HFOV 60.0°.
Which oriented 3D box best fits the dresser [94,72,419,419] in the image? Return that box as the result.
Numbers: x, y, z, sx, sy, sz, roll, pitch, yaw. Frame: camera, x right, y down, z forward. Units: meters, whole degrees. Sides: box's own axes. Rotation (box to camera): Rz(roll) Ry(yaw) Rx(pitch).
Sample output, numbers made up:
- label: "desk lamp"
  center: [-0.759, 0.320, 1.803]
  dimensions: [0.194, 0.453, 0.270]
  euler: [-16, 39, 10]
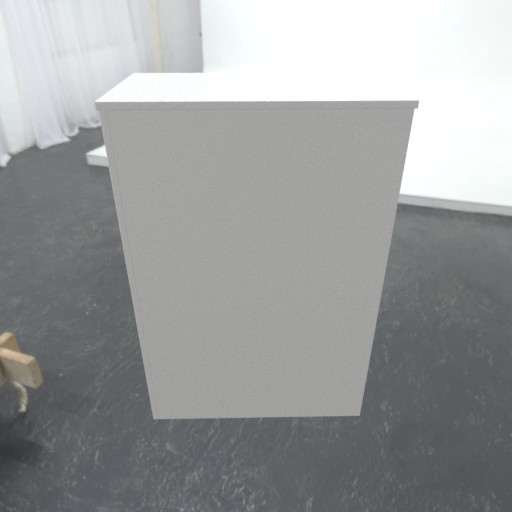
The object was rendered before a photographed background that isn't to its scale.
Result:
- label: "dresser"
  center: [0.000, 0.000, 1.392]
  dimensions: [0.704, 1.021, 0.401]
  euler: [-1, 31, -1]
